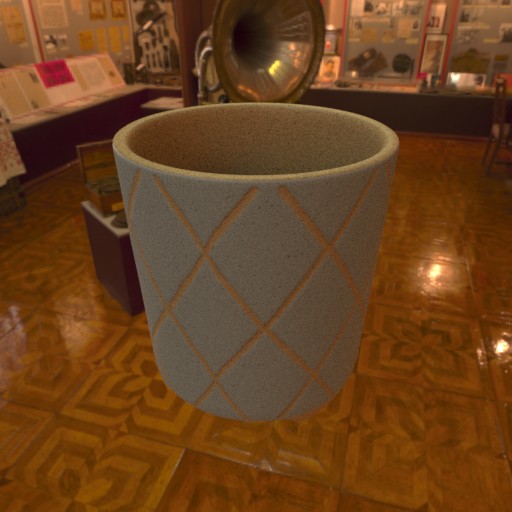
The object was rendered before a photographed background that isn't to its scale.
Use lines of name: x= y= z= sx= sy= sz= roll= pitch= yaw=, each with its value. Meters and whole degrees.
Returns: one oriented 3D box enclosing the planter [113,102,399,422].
planter: x=0.000 y=0.000 z=0.355 sx=0.191 sy=0.200 sz=0.191 roll=0 pitch=30 yaw=0
